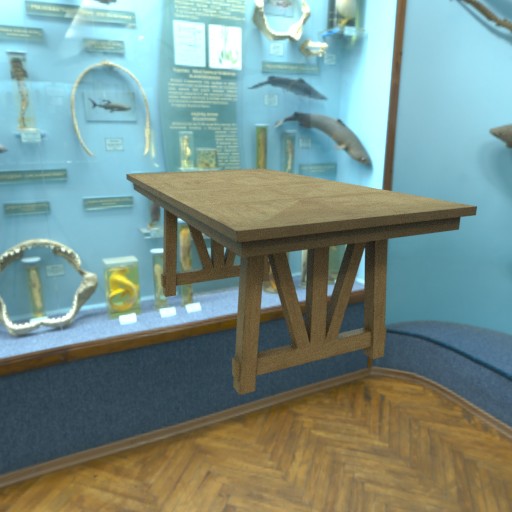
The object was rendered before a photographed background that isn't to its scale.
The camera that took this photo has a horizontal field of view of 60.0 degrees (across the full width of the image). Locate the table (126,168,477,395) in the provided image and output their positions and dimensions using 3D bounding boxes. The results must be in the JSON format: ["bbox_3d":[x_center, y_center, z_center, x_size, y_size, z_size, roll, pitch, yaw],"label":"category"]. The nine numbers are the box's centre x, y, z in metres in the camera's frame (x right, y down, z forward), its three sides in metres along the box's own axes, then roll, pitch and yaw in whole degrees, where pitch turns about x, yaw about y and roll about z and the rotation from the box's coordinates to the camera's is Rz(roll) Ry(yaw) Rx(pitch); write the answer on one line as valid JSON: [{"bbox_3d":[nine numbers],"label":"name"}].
[{"bbox_3d":[0.000,0.000,2.440,1.016,0.768,1.881,-7,18,-24],"label":"table"}]
